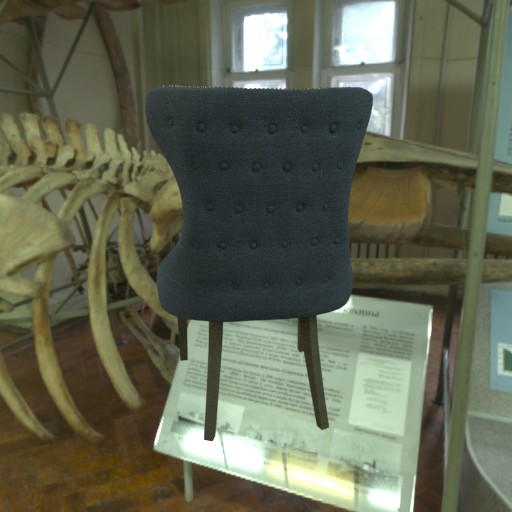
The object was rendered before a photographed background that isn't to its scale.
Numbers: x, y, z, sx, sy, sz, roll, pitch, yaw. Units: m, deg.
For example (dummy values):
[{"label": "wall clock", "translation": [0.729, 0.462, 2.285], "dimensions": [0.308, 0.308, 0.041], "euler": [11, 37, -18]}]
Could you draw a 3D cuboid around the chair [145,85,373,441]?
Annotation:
[{"label": "chair", "translation": [0.000, 0.000, 1.409], "dimensions": [0.628, 0.967, 0.635], "euler": [-2, 14, -9]}]
